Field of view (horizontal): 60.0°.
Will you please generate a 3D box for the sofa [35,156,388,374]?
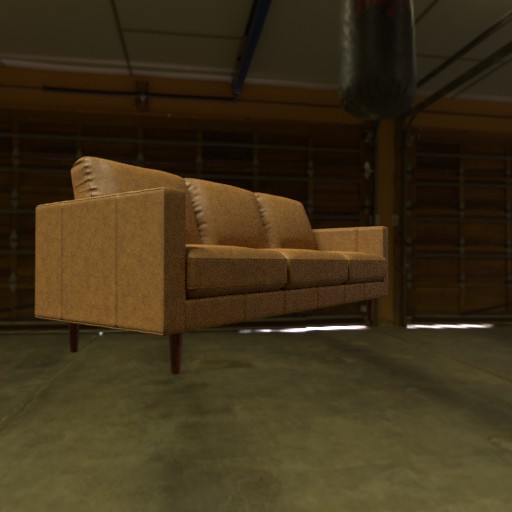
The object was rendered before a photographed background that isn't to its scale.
[{"bbox_3d":[0.000,0.000,2.678,0.903,0.930,2.231,-1,-1,36],"label":"sofa"}]
